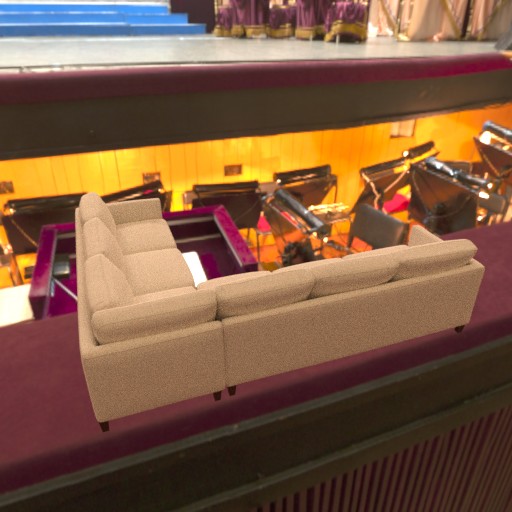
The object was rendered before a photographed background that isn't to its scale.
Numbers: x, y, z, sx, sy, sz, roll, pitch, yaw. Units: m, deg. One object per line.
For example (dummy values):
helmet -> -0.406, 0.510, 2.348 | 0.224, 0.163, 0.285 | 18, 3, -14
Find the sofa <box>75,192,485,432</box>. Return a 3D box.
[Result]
sofa -> 0.000, 0.000, 4.418 | 3.302, 0.947, 2.593 | -10, 31, -18
